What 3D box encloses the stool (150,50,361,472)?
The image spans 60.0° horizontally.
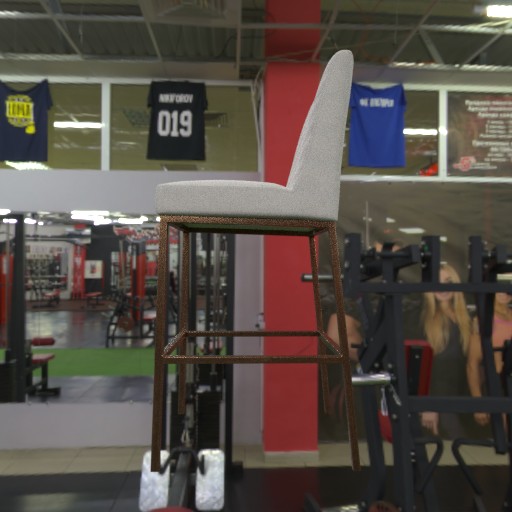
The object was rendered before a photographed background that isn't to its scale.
[{"bbox_3d":[0.000,0.000,1.336,0.546,1.084,0.462,0,-1,-1],"label":"stool"}]
